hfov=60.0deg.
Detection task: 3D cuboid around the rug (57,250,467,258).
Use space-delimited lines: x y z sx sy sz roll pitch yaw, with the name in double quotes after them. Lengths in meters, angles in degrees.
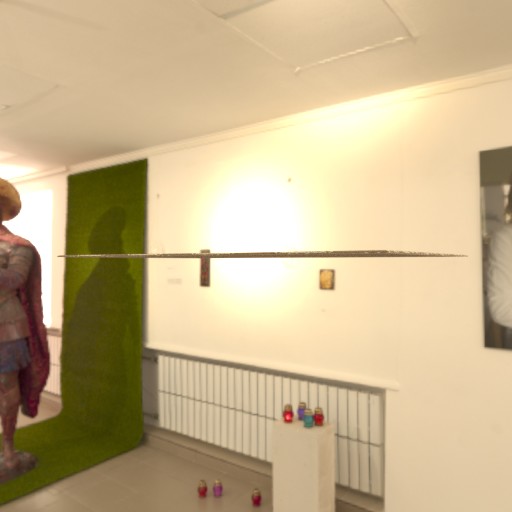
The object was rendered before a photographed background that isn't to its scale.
0.000 0.000 3.119 2.457 0.012 1.541 -1 -1 36 "rug"
